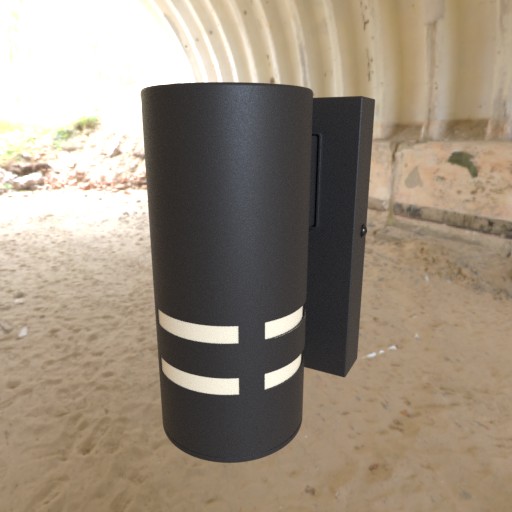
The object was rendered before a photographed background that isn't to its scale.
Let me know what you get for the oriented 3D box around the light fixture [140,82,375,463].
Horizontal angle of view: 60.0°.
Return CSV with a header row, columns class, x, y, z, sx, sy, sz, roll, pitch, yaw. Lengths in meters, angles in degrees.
class,x,y,z,sx,sy,sz,roll,pitch,yaw
light fixture,0.000,0.000,0.259,0.098,0.179,0.138,8,18,27
